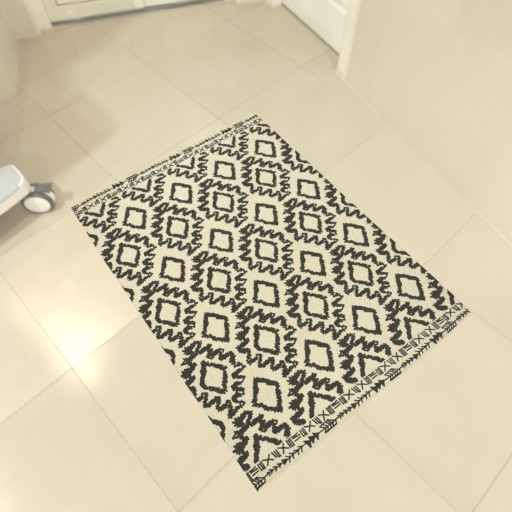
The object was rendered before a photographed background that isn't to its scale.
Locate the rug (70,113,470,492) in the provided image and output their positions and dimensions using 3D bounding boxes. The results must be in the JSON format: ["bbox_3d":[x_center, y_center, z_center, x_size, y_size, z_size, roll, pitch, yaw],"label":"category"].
[{"bbox_3d":[0.000,0.000,4.357,2.444,0.036,3.369,-32,64,-18],"label":"rug"}]
